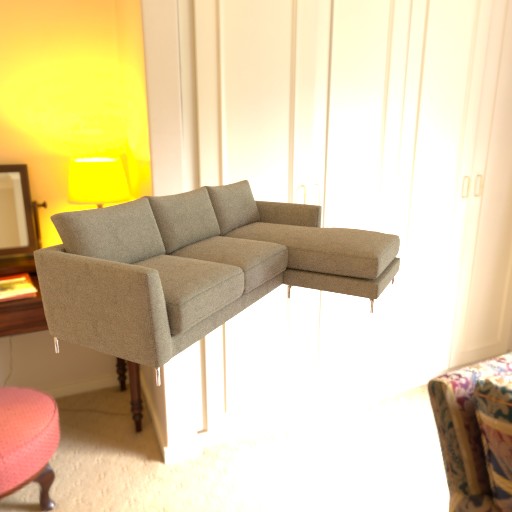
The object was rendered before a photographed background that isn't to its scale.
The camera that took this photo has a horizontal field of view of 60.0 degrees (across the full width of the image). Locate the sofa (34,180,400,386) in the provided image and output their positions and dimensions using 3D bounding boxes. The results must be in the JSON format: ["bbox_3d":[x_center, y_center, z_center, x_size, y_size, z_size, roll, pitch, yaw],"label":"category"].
[{"bbox_3d":[0.000,0.000,3.193,1.626,0.864,2.438,8,17,27],"label":"sofa"}]
